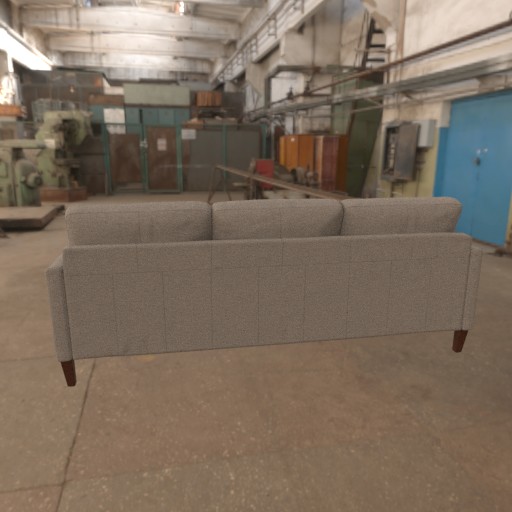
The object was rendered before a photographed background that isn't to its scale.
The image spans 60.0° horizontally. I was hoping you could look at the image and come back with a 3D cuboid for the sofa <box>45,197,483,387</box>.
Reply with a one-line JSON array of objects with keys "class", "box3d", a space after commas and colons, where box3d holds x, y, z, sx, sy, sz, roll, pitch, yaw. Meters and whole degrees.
[{"class": "sofa", "box3d": [0.000, 0.000, 2.891, 2.178, 0.875, 1.506, -2, 14, -10]}]
